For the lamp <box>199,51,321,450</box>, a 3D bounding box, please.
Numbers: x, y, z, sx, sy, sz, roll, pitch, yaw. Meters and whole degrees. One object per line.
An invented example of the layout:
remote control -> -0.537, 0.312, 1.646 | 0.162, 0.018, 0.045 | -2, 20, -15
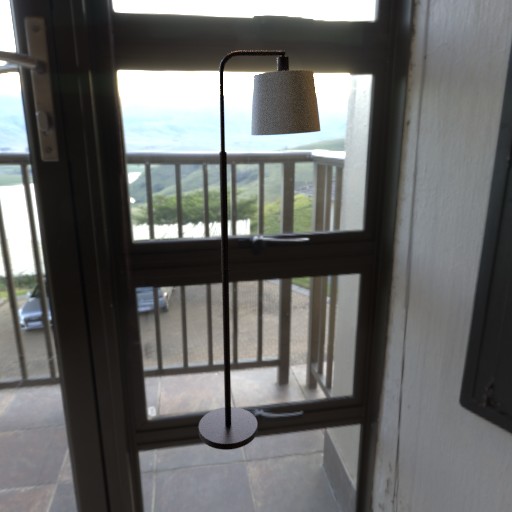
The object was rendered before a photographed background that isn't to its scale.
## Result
lamp -> 0.000, 0.000, 1.717 | 0.508, 1.478, 0.254 | -8, 17, -27
